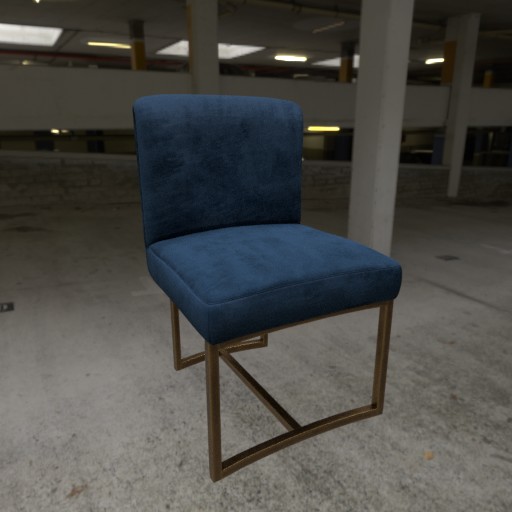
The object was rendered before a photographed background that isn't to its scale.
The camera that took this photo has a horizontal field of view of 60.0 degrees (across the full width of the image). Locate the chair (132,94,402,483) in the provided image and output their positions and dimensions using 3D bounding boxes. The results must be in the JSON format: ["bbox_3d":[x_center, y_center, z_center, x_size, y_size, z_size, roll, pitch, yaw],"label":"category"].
[{"bbox_3d":[0.000,0.000,1.174,0.530,0.824,0.560,-9,19,-27],"label":"chair"}]
